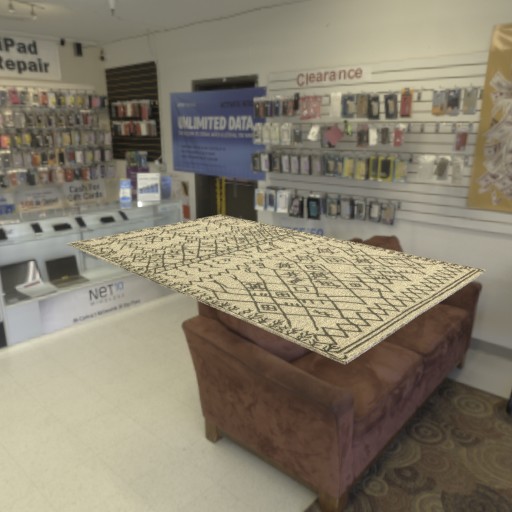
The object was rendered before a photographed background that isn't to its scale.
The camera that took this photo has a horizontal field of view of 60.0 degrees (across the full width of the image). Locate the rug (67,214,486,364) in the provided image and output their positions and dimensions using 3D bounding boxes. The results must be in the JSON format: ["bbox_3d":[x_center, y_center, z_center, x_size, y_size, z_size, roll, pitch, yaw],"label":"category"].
[{"bbox_3d":[0.000,0.000,3.000,2.444,0.012,1.530,16,23,42],"label":"rug"}]
